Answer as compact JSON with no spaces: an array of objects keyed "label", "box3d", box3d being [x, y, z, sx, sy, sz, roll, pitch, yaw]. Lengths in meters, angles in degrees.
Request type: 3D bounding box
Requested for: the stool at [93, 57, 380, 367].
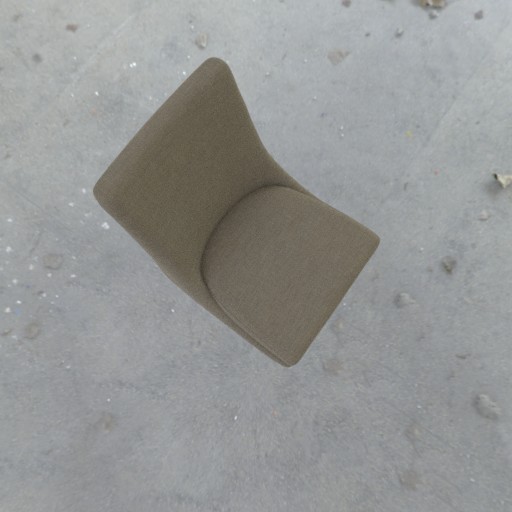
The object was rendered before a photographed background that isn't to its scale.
[{"label":"stool","box3d":[0.000,0.000,1.409,0.577,1.078,0.470,35,78,9]}]
